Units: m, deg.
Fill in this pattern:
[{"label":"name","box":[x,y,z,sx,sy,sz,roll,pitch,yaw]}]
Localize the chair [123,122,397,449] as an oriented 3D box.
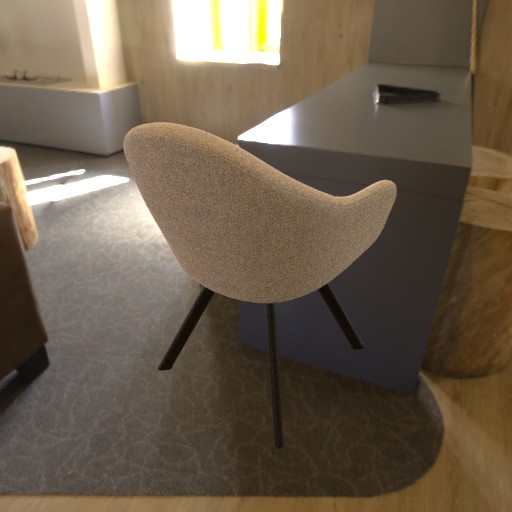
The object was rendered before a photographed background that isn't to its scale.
[{"label":"chair","box":[0.000,0.000,1.173,0.540,0.780,0.570,21,37,32]}]
